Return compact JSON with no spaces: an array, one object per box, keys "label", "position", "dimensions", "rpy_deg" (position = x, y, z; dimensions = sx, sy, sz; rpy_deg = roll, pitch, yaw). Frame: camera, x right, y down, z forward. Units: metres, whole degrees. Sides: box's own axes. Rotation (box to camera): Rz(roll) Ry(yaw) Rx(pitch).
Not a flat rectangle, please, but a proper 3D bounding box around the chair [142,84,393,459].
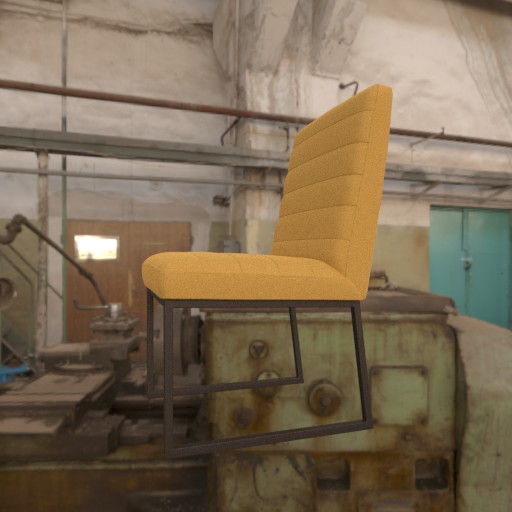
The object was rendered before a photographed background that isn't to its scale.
[{"label":"chair","position":[0.000,0.000,1.327],"dimensions":[0.634,0.930,0.520],"rpy_deg":[0,0,-19]}]
